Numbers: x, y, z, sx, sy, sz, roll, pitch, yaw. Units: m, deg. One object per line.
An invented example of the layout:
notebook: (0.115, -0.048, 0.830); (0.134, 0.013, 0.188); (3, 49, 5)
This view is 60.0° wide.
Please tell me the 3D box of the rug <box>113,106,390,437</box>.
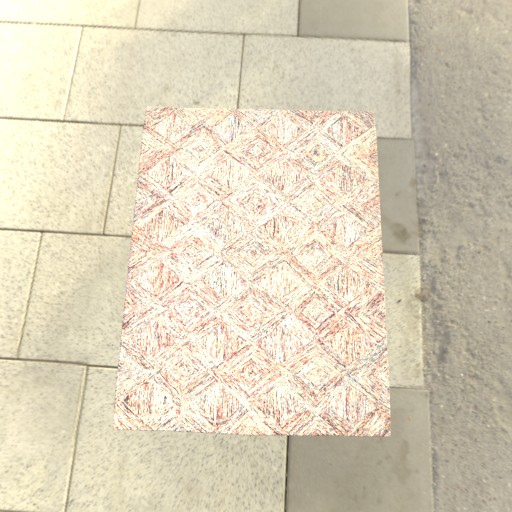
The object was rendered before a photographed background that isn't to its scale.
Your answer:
rug: (0.000, 0.000, 4.269); (2.436, 0.024, 3.226); (1, 75, 0)
